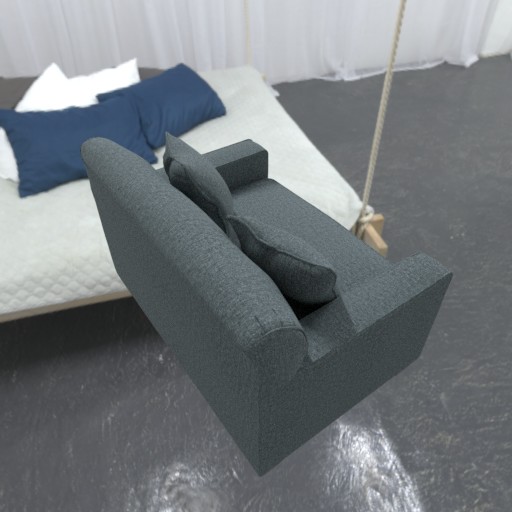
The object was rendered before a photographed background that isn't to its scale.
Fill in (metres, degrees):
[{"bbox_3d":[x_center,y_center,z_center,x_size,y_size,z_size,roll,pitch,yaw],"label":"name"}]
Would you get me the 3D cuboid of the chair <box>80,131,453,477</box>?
[{"bbox_3d":[0.000,0.000,2.043,1.000,0.948,1.383,-26,48,-26],"label":"chair"}]
